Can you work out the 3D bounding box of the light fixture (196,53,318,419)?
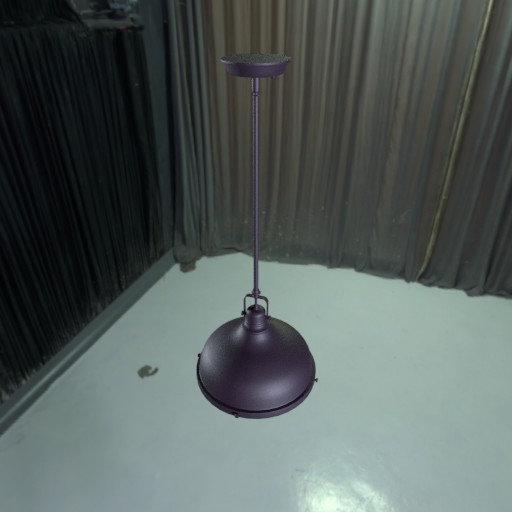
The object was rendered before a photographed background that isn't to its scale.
[{"bbox_3d":[0.000,0.000,1.033,0.341,0.849,0.341,9,32,14],"label":"light fixture"}]
